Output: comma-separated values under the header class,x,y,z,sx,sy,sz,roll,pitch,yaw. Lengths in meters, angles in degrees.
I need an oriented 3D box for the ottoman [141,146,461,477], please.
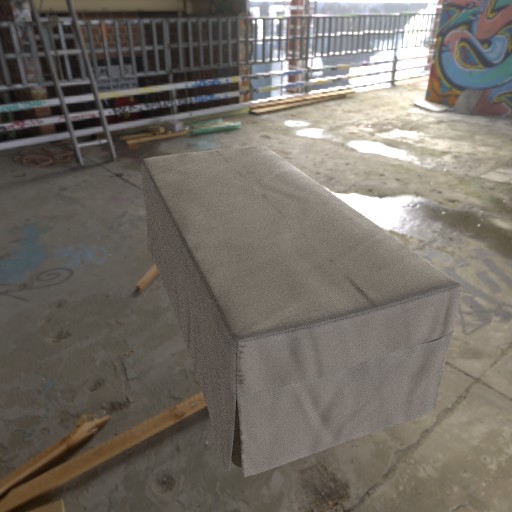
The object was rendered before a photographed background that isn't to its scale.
class,x,y,z,sx,sy,sz,roll,pitch,yaw
ottoman,0.000,0.000,1.660,0.665,0.457,1.388,-11,32,-18
